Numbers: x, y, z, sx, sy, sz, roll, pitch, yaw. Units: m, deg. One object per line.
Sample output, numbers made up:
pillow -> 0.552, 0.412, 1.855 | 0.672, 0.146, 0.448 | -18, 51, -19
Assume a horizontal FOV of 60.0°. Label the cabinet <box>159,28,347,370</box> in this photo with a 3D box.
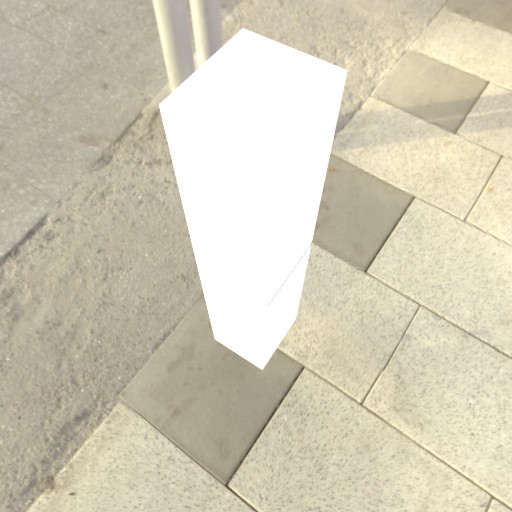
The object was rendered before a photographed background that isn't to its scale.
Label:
cabinet -> 0.000, 0.000, 1.523 | 0.269, 1.400, 0.300 | 30, 64, 16
